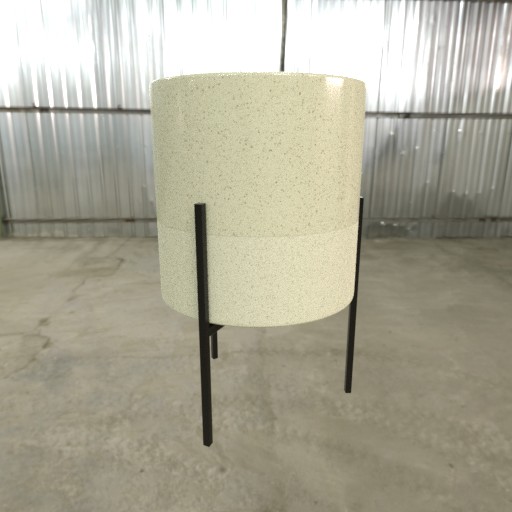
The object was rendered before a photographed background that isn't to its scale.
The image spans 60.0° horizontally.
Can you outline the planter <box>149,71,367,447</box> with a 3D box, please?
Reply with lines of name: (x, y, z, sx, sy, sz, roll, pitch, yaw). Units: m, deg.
planter: (0.000, 0.000, 0.537, 0.234, 0.390, 0.243, 8, 17, 25)
